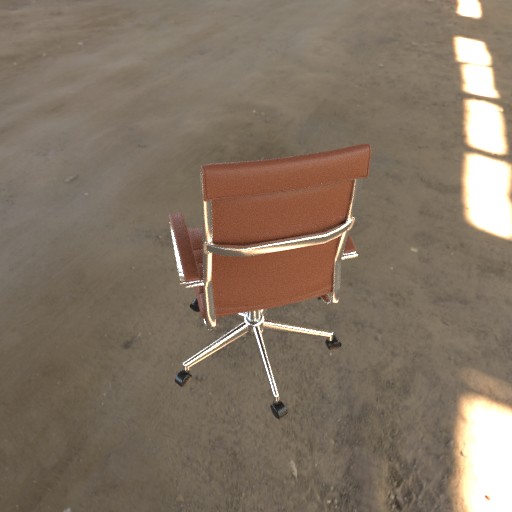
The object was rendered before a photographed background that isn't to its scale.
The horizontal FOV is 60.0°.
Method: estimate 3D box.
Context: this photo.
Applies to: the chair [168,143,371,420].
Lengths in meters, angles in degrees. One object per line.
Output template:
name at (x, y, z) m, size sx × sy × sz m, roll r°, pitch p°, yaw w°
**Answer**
chair at (0.000, 0.000, 1.681) m, size 0.766 × 1.149 × 0.739 m, roll -10°, pitch 41°, yaw -12°
